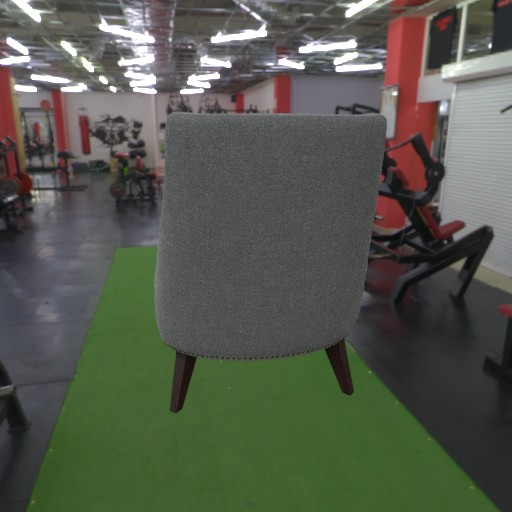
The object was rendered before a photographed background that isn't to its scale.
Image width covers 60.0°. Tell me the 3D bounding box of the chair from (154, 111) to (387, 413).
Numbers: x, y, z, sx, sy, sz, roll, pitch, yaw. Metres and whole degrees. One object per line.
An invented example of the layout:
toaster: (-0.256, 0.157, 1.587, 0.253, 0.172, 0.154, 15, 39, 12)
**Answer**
chair: (0.000, 0.000, 1.524, 0.701, 0.909, 0.861, -3, 16, -9)
